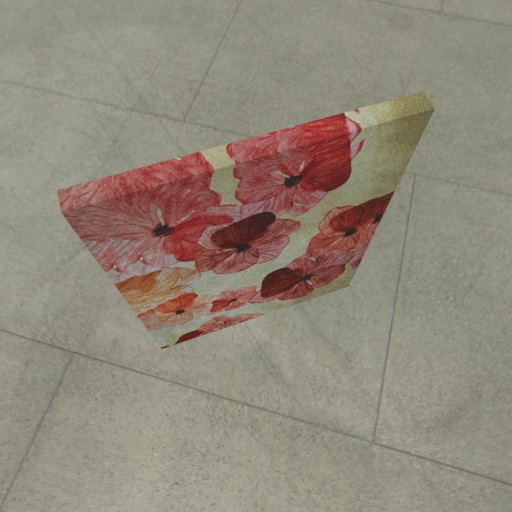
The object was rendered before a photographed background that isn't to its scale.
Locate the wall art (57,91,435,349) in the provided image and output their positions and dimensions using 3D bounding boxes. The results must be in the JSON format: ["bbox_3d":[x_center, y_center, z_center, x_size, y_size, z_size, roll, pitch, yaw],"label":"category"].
[{"bbox_3d":[0.000,0.000,0.688,0.406,0.508,0.028,-17,65,-8],"label":"wall art"}]
